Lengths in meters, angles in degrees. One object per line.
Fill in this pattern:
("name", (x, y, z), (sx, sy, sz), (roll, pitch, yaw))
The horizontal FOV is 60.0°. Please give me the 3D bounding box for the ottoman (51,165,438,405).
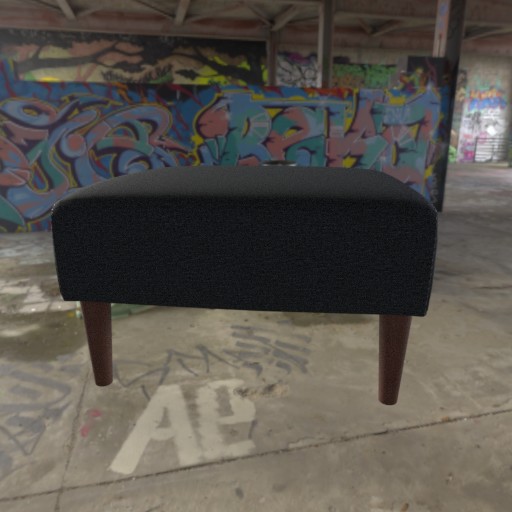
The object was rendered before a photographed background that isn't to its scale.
("ottoman", (0.000, 0.000, 1.049), (0.650, 0.398, 0.649), (2, 16, 6))
